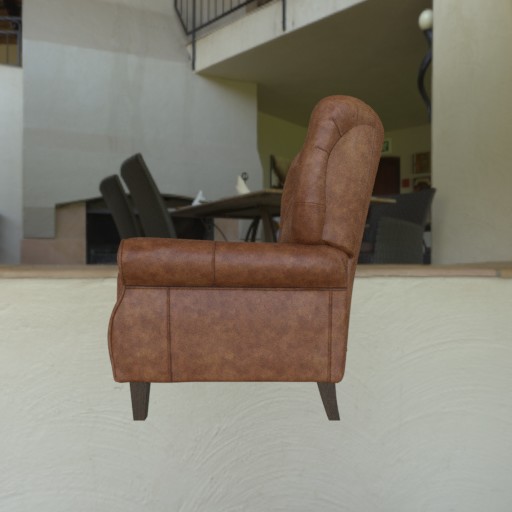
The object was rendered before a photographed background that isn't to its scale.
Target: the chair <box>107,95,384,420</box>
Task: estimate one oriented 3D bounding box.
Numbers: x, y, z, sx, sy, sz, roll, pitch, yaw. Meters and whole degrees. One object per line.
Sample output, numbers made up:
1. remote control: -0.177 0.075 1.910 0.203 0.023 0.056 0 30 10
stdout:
1. chair: 0.000 0.000 1.917 1.059 1.164 0.951 0 0 0
